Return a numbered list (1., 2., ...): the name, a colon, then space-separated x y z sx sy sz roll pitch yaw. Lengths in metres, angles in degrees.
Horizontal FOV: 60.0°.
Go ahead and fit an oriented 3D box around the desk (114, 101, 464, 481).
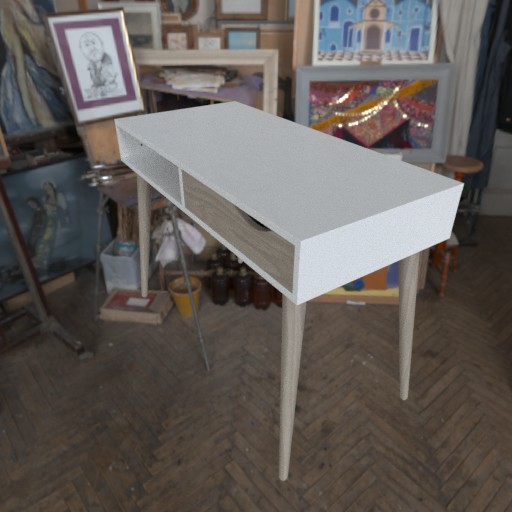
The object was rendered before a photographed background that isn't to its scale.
1. desk: 0.000 0.000 1.420 0.491 0.723 0.979 -19 37 -28
